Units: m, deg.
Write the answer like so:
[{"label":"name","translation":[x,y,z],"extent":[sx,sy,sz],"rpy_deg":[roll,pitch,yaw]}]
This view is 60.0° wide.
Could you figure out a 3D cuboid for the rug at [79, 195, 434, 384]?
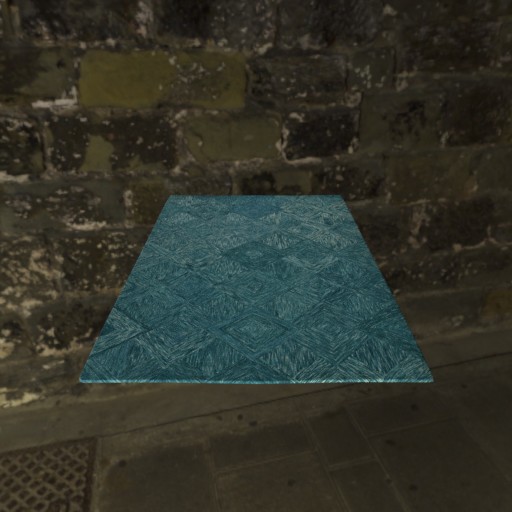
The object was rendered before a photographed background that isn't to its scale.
[{"label":"rug","translation":[0.000,0.000,2.159],"extent":[1.136,0.017,1.728],"rpy_deg":[0,27,0]}]
